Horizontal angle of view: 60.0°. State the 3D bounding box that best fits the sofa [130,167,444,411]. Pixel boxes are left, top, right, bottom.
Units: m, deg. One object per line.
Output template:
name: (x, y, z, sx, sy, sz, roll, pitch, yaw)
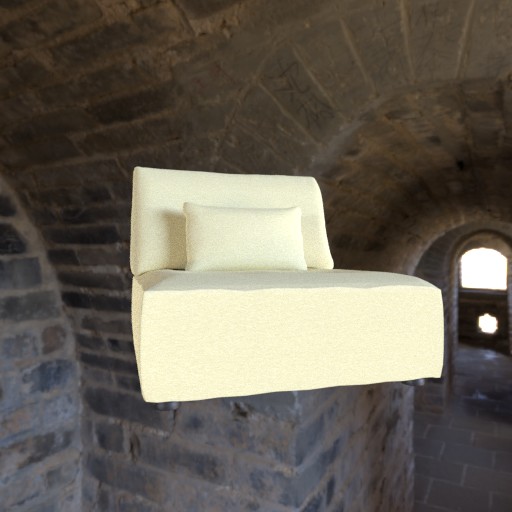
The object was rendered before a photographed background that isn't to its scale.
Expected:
sofa: (0.000, 0.000, 1.729, 0.930, 0.820, 1.000, 0, 0, -17)
